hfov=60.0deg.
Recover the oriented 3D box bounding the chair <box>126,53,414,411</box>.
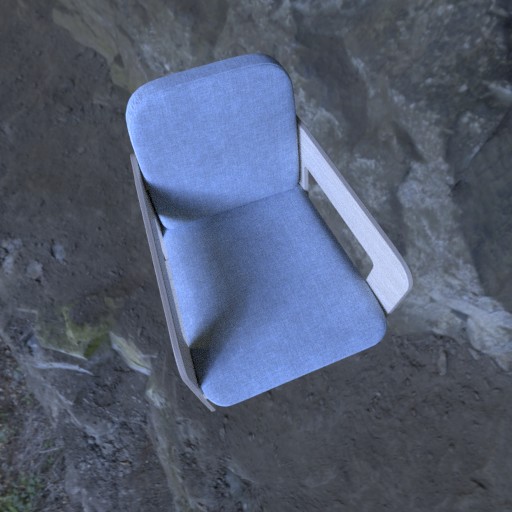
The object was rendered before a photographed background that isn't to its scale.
[{"bbox_3d":[0.000,0.000,1.278,0.590,0.800,0.710,-20,65,-10],"label":"chair"}]
